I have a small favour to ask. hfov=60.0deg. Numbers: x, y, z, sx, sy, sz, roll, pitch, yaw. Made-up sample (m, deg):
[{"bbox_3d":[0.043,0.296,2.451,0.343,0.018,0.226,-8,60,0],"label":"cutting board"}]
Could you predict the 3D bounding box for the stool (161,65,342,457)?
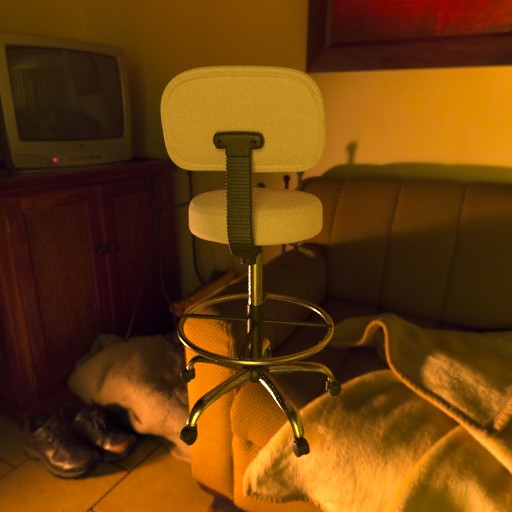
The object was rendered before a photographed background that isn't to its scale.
[{"bbox_3d":[0.000,0.000,1.440,0.609,1.080,0.616,3,17,9],"label":"stool"}]
